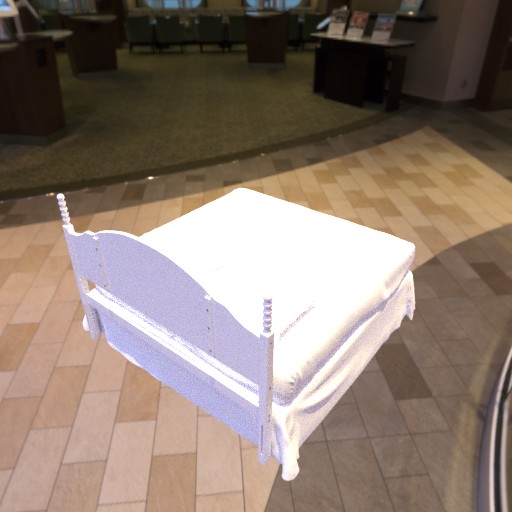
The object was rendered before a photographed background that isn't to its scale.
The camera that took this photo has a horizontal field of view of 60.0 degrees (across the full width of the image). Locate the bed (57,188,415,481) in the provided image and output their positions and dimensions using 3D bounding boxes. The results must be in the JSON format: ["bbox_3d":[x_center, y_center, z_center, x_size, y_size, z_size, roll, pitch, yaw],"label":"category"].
[{"bbox_3d":[0.000,0.000,3.719,2.322,1.355,2.219,23,39,32],"label":"bed"}]
